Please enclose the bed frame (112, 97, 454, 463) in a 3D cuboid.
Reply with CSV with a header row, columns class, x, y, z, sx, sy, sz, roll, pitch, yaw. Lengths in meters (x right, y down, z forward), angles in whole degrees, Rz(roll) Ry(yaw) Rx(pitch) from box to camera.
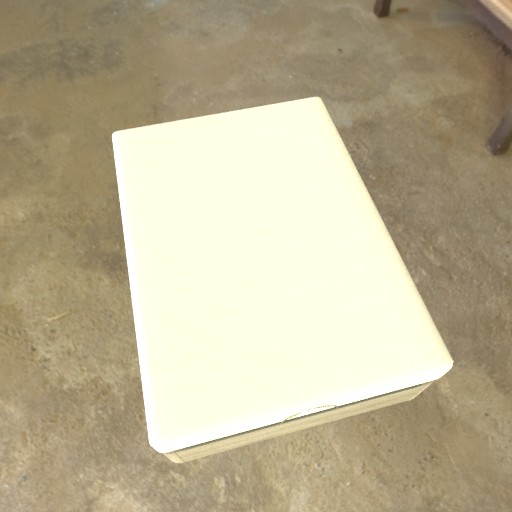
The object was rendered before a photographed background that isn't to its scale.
class,x,y,z,sx,sy,sz,roll,pitch,yaw
bed frame,0.000,0.000,2.590,1.400,0.561,1.900,-12,59,-8
